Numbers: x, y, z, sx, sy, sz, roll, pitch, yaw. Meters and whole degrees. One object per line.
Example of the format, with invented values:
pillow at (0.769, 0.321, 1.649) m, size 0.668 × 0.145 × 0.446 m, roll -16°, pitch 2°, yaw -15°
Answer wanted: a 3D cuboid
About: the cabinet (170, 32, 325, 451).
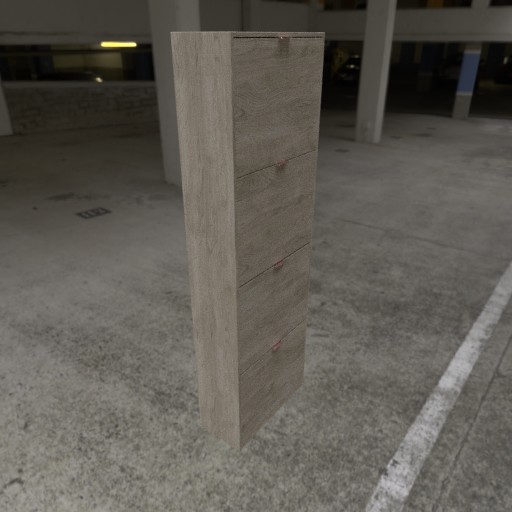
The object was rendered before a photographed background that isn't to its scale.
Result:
cabinet at (0.000, 0.000, 1.809) m, size 0.250 × 1.630 × 0.520 m, roll 19°, pitch 32°, yaw 33°
